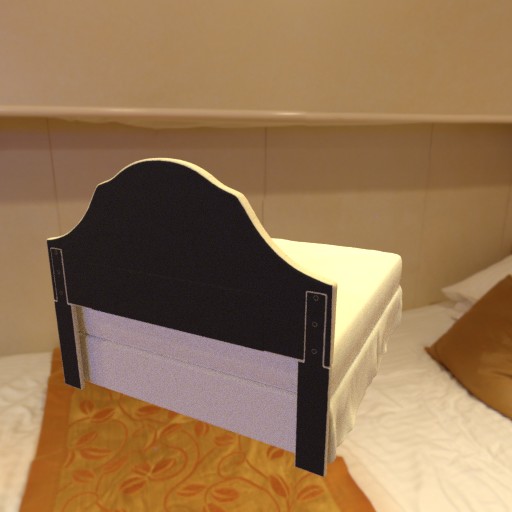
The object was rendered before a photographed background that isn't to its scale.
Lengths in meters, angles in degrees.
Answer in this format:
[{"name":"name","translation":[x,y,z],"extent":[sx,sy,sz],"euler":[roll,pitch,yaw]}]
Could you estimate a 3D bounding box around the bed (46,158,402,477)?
[{"name":"bed","translation":[0.000,0.000,3.483],"extent":[2.008,1.615,2.214],"euler":[8,18,26]}]
